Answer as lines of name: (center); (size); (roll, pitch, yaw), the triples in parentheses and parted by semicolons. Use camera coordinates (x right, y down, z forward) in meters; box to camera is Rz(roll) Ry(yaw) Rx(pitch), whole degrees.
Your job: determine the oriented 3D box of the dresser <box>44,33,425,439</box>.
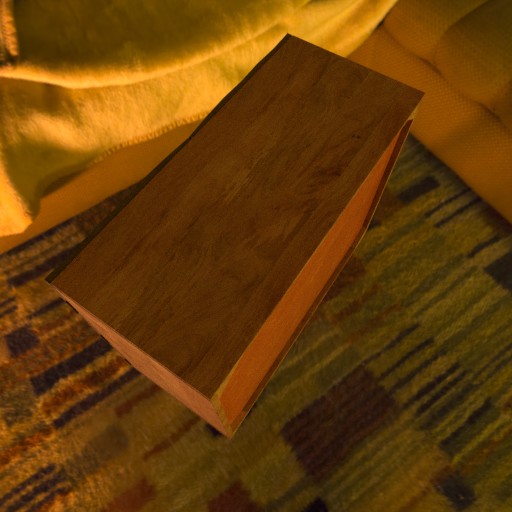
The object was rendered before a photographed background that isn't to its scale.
dresser: (0.000, 0.000, 1.433); (0.446, 0.847, 0.967); (31, 67, 15)
